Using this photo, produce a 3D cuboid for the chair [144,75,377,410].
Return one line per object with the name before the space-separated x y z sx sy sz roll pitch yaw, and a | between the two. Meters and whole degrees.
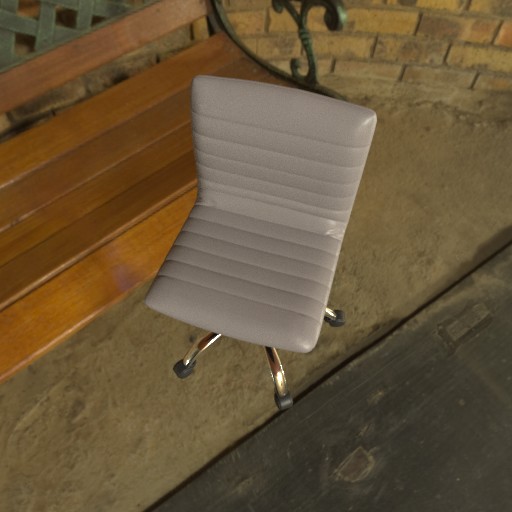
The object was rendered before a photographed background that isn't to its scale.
chair | 0.000 0.000 1.141 0.569 0.750 0.542 15 59 9
